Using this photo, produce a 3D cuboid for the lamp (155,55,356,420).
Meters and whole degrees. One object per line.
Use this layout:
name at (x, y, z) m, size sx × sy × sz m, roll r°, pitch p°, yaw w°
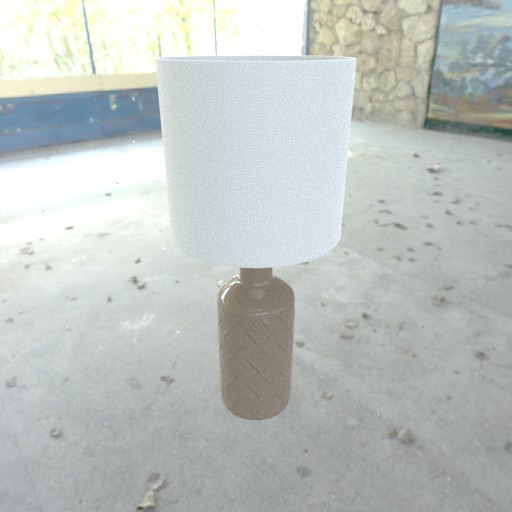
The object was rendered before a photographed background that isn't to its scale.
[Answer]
lamp at (0.000, 0.000, 0.563) m, size 0.207 × 0.461 × 0.207 m, roll -18°, pitch 31°, yaw -33°
